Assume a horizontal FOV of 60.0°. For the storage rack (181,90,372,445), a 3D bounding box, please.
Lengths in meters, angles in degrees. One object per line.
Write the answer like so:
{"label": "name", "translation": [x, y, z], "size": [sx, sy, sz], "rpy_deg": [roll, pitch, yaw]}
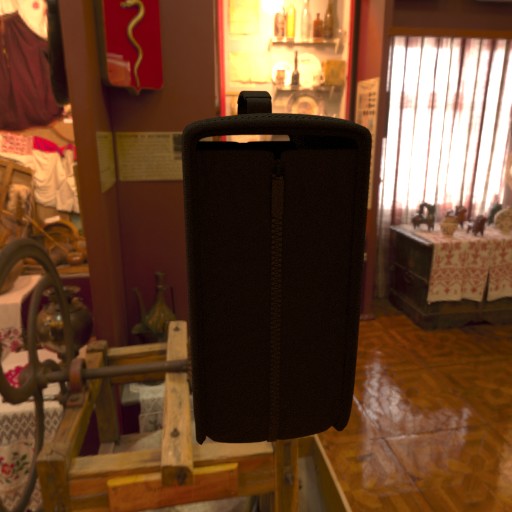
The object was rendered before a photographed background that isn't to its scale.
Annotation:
{"label": "storage rack", "translation": [0.000, 0.000, 0.554], "size": [0.168, 0.387, 0.297], "rpy_deg": [-2, 16, -8]}
